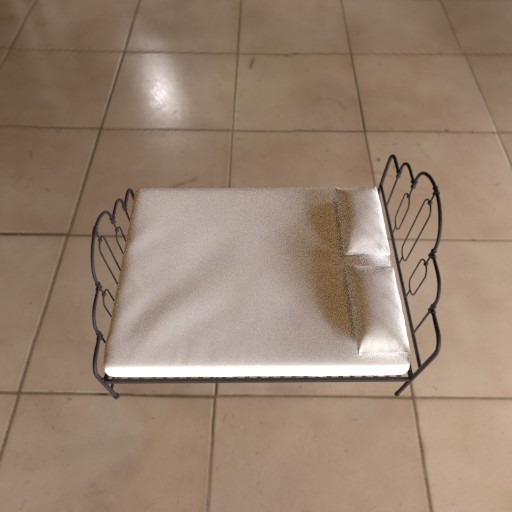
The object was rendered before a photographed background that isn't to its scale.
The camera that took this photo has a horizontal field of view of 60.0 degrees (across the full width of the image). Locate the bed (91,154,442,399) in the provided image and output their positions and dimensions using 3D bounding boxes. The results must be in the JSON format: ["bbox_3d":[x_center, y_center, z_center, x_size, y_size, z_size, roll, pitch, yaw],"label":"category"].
[{"bbox_3d":[0.000,0.000,3.196,2.163,1.429,1.640,0,57,0],"label":"bed"}]
